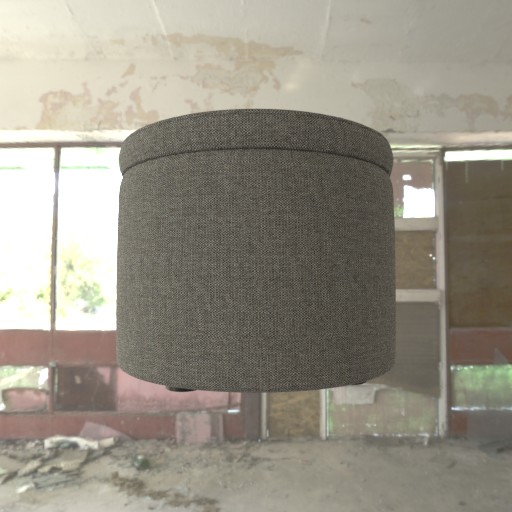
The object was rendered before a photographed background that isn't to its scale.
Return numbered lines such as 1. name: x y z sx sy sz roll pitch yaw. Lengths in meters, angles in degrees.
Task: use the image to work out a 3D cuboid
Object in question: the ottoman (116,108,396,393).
1. ottoman: 0.000 0.000 0.867 0.520 0.430 0.520 0 -2 0
